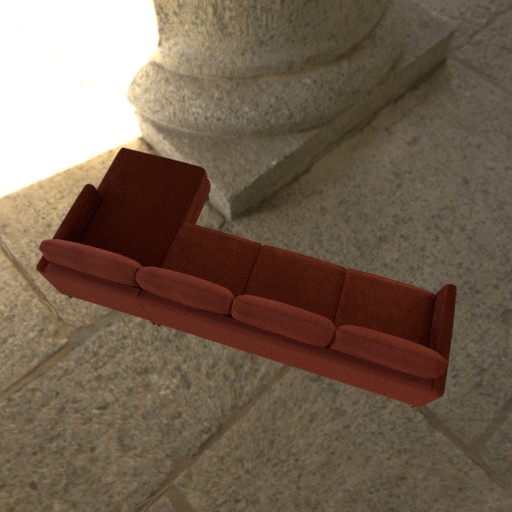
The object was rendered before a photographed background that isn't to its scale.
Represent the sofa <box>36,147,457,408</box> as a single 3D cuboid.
[{"bbox_3d":[0.000,0.000,3.406,2.932,0.810,1.350,16,64,8],"label":"sofa"}]
